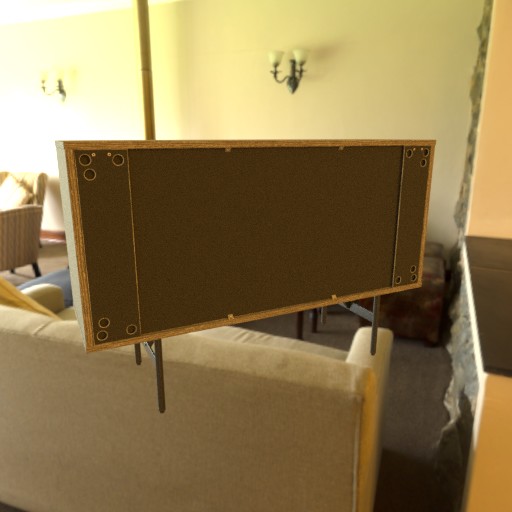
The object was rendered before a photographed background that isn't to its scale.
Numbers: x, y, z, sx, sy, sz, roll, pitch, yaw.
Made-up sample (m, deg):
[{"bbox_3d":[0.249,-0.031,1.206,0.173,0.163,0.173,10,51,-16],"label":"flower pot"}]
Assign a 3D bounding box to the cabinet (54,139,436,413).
[{"bbox_3d":[0.000,0.000,1.554,1.194,0.787,0.405,-7,17,-26],"label":"cabinet"}]
